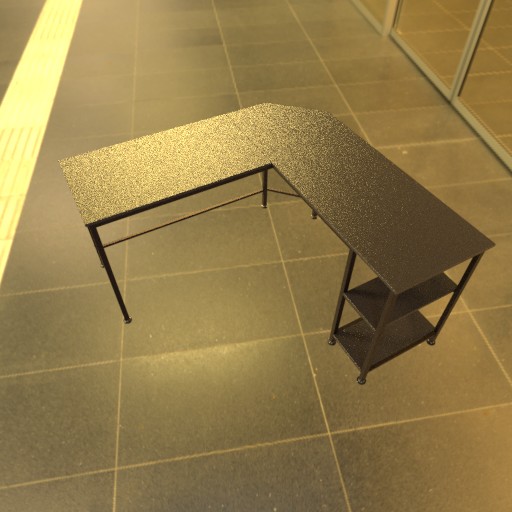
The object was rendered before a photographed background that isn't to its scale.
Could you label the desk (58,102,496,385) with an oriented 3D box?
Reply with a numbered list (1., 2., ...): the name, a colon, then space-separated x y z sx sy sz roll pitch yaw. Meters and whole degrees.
1. desk: 0.000 0.000 2.185 1.379 0.739 1.379 -22 51 -19
